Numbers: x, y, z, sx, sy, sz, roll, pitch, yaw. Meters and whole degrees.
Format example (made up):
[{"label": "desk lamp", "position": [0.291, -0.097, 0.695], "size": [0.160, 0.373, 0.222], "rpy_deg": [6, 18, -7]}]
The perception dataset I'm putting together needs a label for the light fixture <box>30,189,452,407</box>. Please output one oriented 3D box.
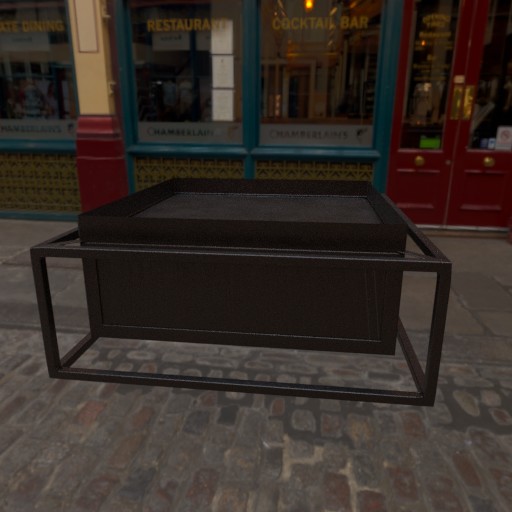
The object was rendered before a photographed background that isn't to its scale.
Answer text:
[{"label": "light fixture", "position": [0.000, 0.000, 0.683], "size": [0.441, 0.191, 0.441], "rpy_deg": [2, 17, 7]}]
